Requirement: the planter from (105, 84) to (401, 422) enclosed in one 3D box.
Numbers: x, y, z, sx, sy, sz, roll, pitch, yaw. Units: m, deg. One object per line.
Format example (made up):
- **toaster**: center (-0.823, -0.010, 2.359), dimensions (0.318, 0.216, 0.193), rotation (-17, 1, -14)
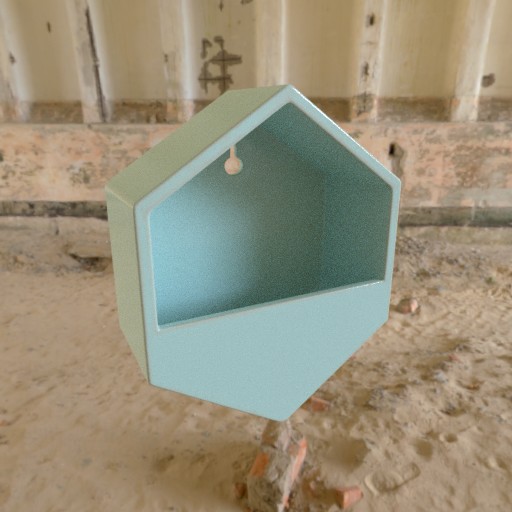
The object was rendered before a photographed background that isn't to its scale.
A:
- **planter**: center (0.000, 0.000, 0.290), dimensions (0.169, 0.207, 0.078), rotation (-9, 20, -26)
